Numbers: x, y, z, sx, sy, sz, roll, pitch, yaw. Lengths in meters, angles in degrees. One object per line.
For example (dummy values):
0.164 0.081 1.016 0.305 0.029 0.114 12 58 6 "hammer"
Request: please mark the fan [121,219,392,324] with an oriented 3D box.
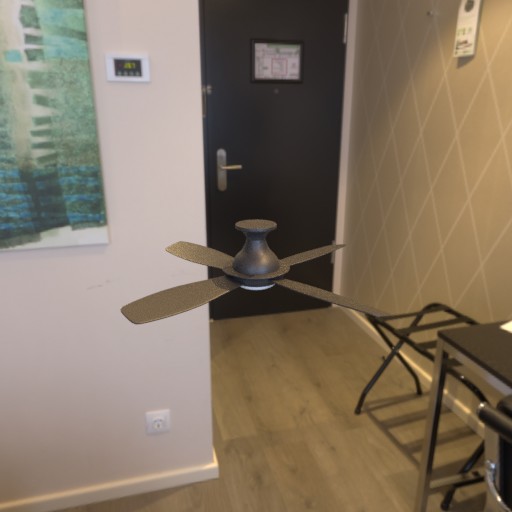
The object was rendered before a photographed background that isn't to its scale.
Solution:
0.000 0.000 2.573 1.694 0.382 1.694 16 24 42 "fan"
